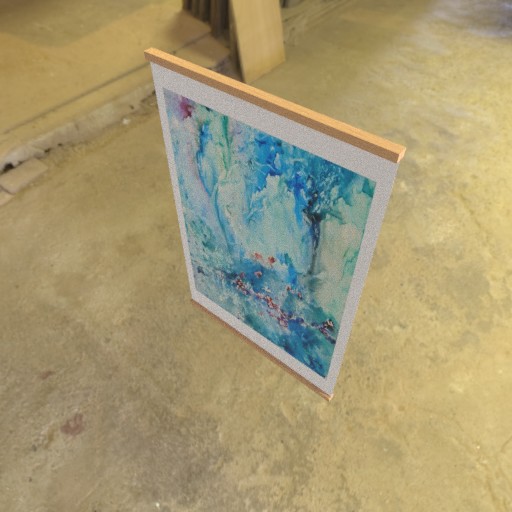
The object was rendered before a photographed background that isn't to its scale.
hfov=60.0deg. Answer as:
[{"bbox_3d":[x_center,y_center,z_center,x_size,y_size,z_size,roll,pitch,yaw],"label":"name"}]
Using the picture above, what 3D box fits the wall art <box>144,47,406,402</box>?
[{"bbox_3d":[0.000,0.000,1.932,0.991,1.510,0.040,31,55,25],"label":"wall art"}]
